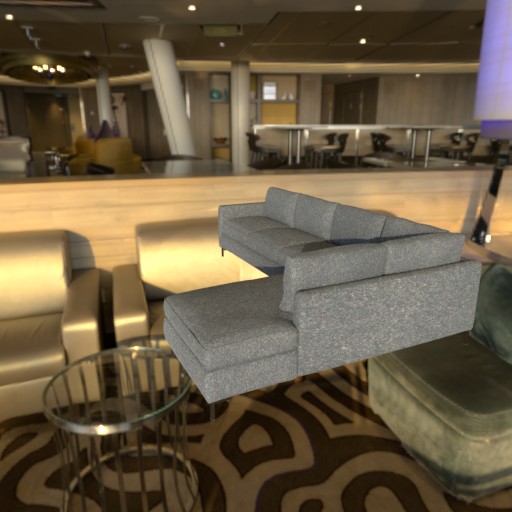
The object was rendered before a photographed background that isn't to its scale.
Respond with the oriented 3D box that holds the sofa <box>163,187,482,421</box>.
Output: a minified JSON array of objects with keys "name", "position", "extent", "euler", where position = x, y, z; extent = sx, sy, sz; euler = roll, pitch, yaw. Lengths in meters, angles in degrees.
[{"name":"sofa","position":[0.000,0.000,3.861],"extent":[2.007,0.815,2.949],"euler":[-8,18,-25]}]
